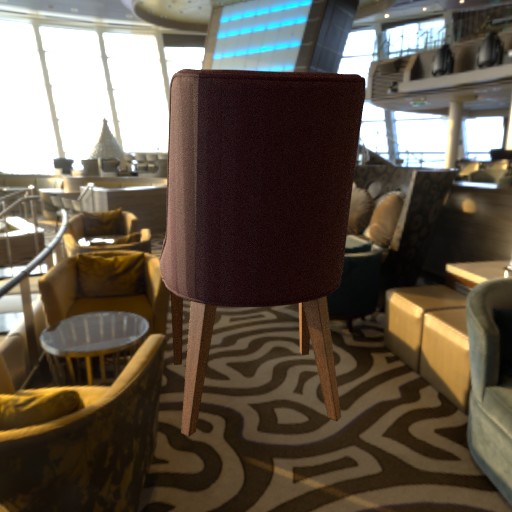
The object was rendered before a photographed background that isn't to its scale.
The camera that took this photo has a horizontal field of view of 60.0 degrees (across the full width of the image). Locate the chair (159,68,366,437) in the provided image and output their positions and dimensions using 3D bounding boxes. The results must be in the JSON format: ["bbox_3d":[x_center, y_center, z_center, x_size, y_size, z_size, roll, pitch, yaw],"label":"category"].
[{"bbox_3d":[0.000,0.000,1.265,0.548,0.916,0.638,-2,13,-9],"label":"chair"}]
